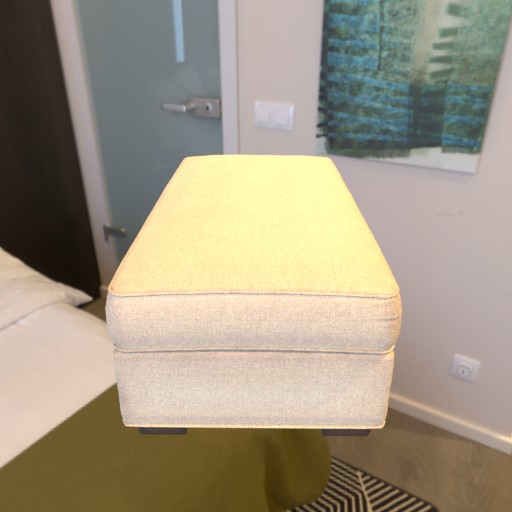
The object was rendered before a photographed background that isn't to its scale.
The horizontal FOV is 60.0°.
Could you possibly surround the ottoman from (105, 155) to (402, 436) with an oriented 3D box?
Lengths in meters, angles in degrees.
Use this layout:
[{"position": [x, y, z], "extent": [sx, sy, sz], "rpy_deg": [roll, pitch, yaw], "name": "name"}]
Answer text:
[{"position": [0.000, 0.000, 1.433], "extent": [0.617, 0.448, 1.097], "rpy_deg": [0, 27, 1], "name": "ottoman"}]
